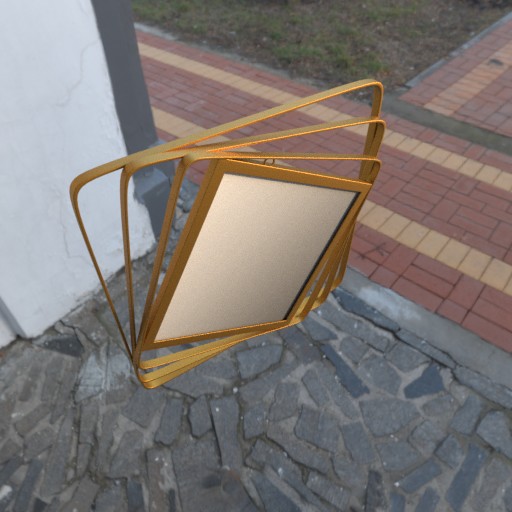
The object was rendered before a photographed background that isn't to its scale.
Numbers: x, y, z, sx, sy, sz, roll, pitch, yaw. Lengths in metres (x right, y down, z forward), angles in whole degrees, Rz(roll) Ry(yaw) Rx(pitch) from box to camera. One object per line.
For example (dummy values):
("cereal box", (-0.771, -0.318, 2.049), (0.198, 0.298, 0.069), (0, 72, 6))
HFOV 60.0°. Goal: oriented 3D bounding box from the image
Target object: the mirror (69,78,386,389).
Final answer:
("mirror", (0.000, 0.000, 0.710), (0.470, 0.468, 0.045), (-25, 51, -22))
